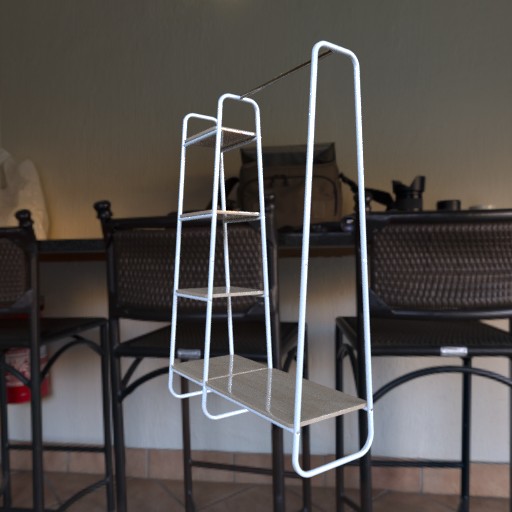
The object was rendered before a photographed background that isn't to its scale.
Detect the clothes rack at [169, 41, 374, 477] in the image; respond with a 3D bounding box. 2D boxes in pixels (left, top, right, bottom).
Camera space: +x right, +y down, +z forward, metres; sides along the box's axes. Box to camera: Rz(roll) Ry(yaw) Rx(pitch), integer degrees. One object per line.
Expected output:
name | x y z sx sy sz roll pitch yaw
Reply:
clothes rack | 0.000 0.000 1.984 0.400 1.500 1.011 0 1 -35
